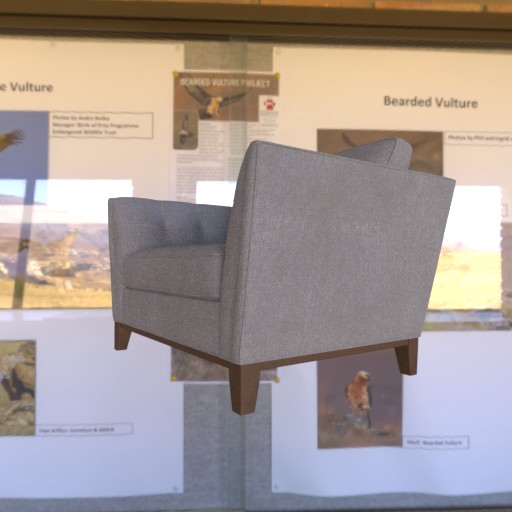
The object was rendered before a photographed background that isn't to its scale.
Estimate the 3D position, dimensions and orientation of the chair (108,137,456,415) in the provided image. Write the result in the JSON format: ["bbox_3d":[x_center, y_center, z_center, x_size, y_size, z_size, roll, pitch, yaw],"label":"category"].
[{"bbox_3d":[0.000,0.000,2.039,0.965,0.942,1.396,1,-1,-35],"label":"chair"}]
